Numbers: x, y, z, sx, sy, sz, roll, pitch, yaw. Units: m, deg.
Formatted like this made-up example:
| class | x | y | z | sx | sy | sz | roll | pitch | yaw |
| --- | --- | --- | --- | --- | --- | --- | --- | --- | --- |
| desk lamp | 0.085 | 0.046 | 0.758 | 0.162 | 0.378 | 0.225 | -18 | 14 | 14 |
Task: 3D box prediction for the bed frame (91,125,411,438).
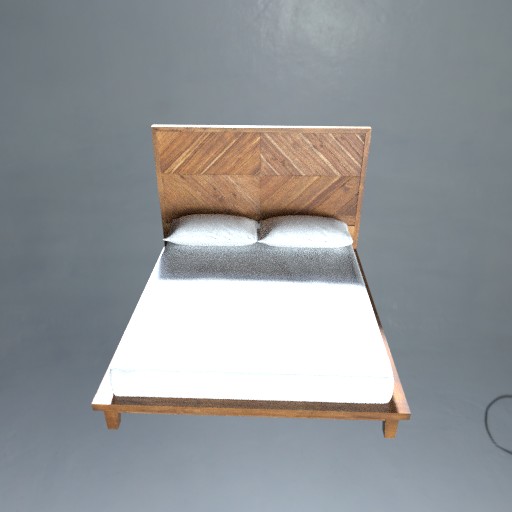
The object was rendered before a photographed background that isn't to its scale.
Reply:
| class | x | y | z | sx | sy | sz | roll | pitch | yaw |
| --- | --- | --- | --- | --- | --- | --- | --- | --- | --- |
| bed frame | 0.000 | 0.000 | 3.549 | 2.038 | 1.537 | 2.235 | 1 | 29 | 2 |
